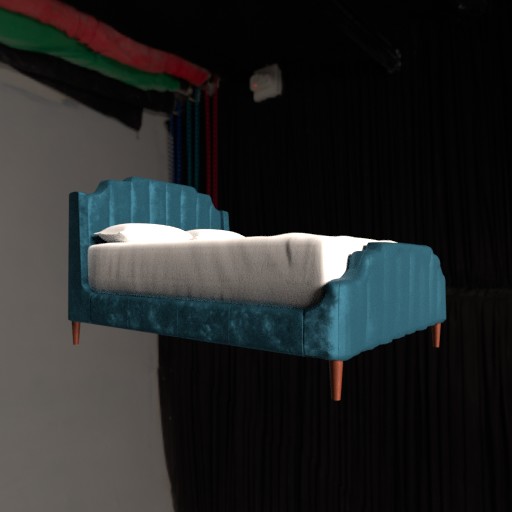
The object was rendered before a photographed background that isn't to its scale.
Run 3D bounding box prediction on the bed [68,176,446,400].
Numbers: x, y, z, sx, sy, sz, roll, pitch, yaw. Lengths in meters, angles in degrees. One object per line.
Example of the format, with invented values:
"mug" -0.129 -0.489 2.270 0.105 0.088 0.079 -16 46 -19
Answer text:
"bed" 0.000 0.000 3.309 2.322 1.338 1.678 -1 -1 38
